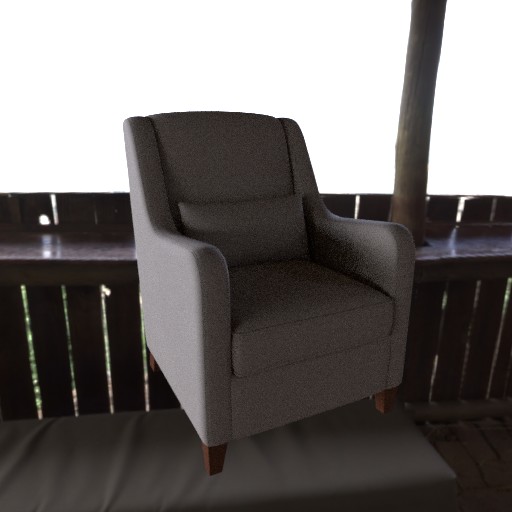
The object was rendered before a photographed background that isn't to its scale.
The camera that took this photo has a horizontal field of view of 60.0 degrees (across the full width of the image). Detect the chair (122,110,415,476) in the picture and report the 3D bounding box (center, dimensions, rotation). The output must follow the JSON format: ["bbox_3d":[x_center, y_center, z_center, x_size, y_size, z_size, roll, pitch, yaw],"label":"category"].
[{"bbox_3d":[0.000,0.000,1.587,0.715,1.010,0.863,-8,18,-25],"label":"chair"}]
